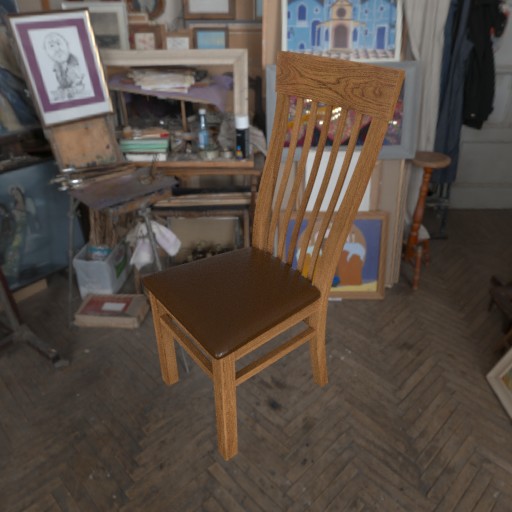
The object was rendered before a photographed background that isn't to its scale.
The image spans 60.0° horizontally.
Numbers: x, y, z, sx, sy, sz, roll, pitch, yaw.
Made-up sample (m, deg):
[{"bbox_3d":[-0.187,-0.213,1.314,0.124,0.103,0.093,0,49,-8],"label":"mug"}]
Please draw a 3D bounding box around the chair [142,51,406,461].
[{"bbox_3d":[0.000,0.000,1.337,0.580,1.050,0.450,-22,38,-31],"label":"chair"}]
